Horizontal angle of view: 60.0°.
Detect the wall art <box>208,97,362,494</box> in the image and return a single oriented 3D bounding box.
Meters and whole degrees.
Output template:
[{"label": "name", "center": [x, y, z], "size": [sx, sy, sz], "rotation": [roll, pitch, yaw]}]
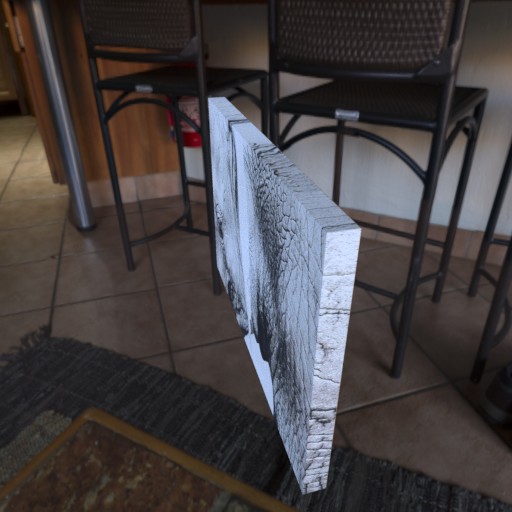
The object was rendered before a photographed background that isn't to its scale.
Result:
[{"label": "wall art", "center": [0.000, 0.000, 0.764], "size": [0.035, 0.407, 0.613], "rotation": [-8, 32, -13]}]
